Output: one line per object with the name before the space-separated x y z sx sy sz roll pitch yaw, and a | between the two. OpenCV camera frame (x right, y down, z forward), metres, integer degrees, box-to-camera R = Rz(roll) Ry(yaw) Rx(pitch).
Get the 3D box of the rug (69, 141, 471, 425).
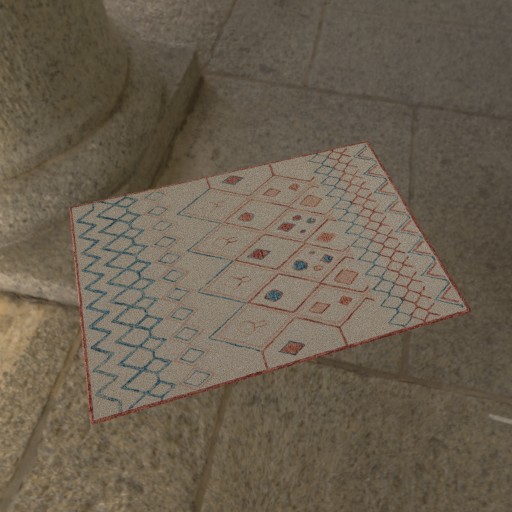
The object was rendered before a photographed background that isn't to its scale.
rug | 0.000 0.000 2.328 1.829 0.016 1.219 -14 59 -9
